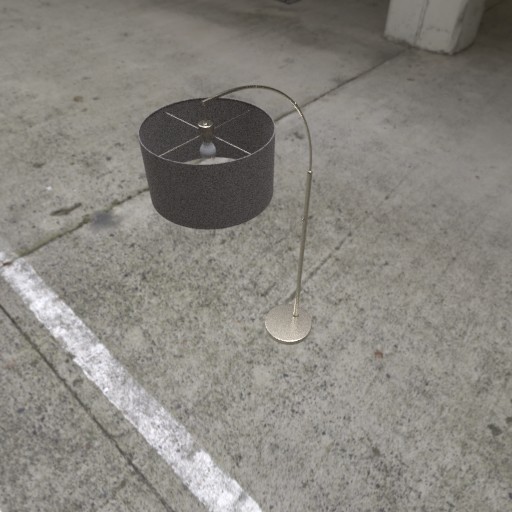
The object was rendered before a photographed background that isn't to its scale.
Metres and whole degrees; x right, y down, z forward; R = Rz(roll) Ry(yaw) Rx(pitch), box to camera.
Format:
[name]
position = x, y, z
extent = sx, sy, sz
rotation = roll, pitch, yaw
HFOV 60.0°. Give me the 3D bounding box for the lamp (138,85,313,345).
[lamp]
position = 0.000, 0.000, 2.140
extent = 0.452, 1.735, 0.934
rotation = 32, 53, 29
